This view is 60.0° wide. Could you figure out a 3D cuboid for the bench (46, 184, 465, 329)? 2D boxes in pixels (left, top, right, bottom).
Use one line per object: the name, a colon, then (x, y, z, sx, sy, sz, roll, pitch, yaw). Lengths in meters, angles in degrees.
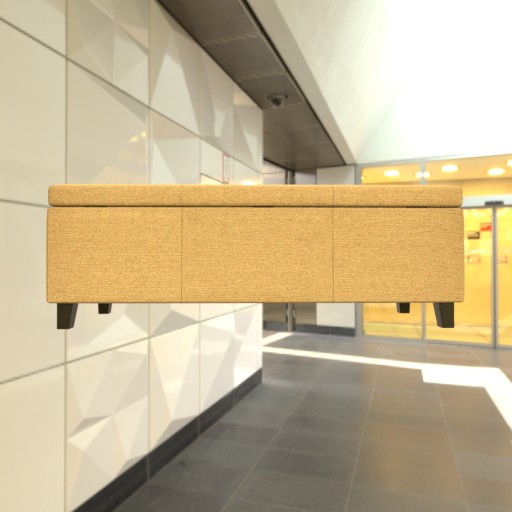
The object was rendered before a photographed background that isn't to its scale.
bench: (0.000, 0.000, 1.528, 1.269, 0.438, 0.446, 0, 0, -1)
